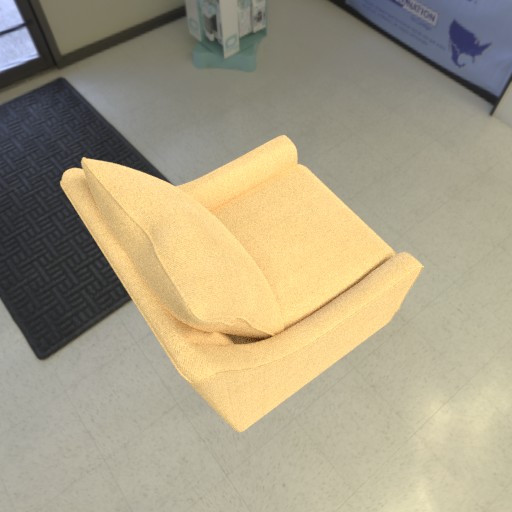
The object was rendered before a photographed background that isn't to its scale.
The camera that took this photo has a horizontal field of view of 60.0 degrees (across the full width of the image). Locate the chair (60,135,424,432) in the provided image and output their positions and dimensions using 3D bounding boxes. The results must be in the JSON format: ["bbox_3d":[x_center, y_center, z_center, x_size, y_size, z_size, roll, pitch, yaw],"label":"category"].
[{"bbox_3d":[0.000,0.000,1.532,0.876,0.927,0.760,-31,63,-18],"label":"chair"}]
